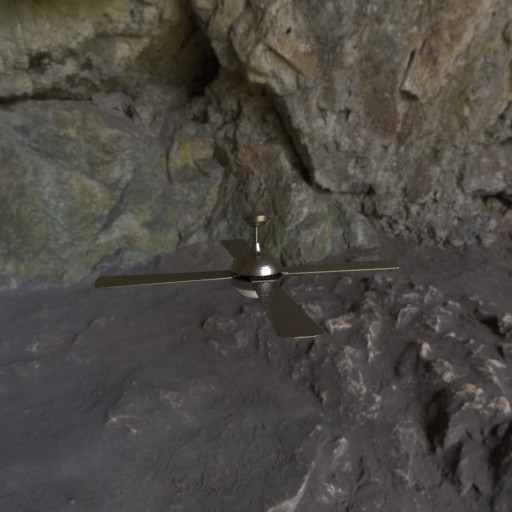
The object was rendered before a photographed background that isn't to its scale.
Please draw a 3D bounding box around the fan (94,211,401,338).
[{"bbox_3d":[0.000,0.000,1.982,1.321,0.381,1.321,2,15,8],"label":"fan"}]
